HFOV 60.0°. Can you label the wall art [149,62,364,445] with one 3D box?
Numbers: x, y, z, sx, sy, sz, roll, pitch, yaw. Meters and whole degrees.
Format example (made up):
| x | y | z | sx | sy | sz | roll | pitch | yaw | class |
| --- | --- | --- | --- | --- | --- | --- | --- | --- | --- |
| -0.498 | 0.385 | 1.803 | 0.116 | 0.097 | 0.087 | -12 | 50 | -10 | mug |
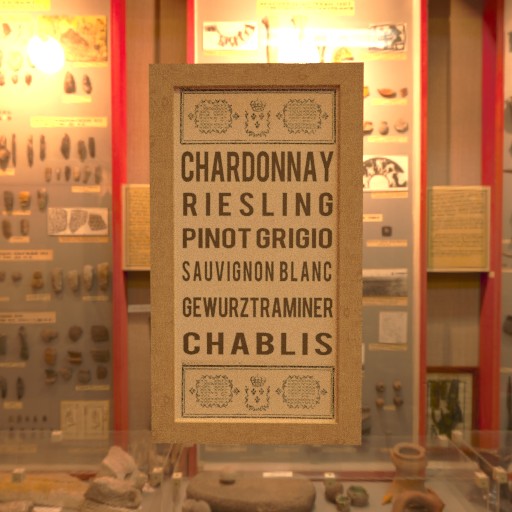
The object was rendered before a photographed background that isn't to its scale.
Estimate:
| x | y | z | sx | sy | sz | roll | pitch | yaw | class |
| --- | --- | --- | --- | --- | --- | --- | --- | --- | --- |
| 0.000 | 0.000 | 0.801 | 0.381 | 0.683 | 0.013 | 0 | 2 | 1 | wall art |
